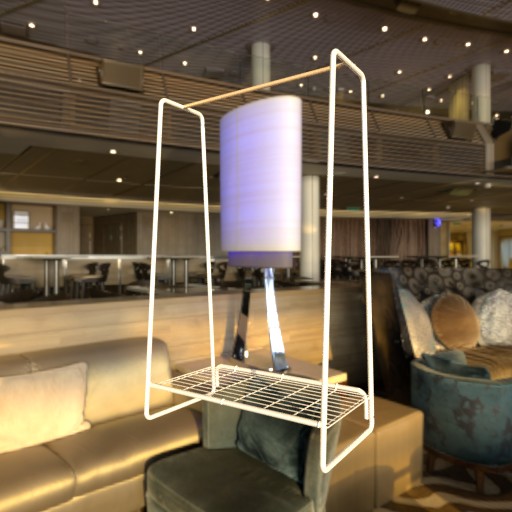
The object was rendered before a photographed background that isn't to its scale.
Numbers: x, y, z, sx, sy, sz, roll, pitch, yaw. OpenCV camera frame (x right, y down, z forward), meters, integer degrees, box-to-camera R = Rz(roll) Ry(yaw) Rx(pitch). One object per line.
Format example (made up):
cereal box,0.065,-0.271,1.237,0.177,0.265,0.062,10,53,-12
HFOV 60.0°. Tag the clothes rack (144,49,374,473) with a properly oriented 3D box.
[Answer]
clothes rack,0.000,0.000,1.959,0.900,1.500,0.495,0,0,35
